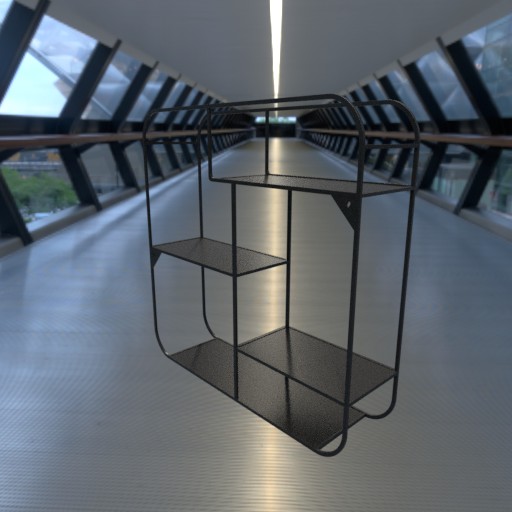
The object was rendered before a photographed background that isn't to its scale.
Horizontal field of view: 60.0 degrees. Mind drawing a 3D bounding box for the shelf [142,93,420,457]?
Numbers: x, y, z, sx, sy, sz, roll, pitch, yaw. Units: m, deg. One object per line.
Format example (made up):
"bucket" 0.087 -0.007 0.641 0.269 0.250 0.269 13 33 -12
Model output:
"shelf" 0.000 0.000 0.929 0.160 0.600 0.600 -14 20 -41
